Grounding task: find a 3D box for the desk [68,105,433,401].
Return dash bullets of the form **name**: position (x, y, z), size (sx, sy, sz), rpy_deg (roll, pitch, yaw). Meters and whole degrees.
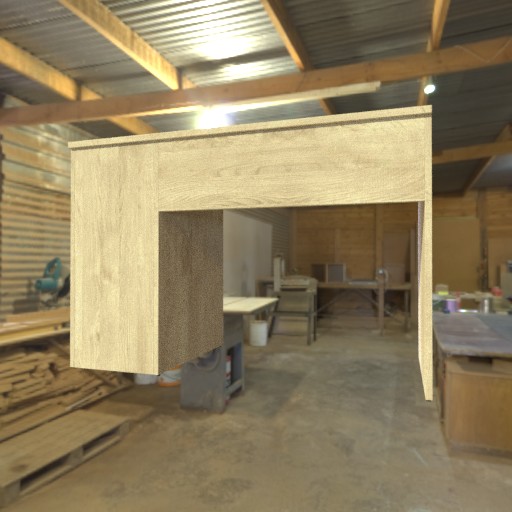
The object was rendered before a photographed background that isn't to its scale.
- **desk**: position (0.000, 0.000, 1.524), size (1.097, 0.735, 0.560), rpy_deg (0, -1, 18)
